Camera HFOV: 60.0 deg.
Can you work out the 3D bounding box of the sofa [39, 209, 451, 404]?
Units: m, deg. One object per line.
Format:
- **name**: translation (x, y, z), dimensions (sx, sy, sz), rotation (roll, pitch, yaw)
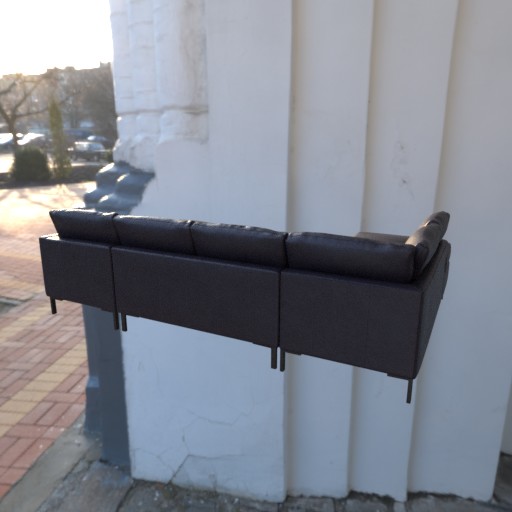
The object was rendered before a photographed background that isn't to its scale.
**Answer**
- **sofa**: translation (0.000, 0.000, 3.783), dimensions (2.956, 0.900, 1.939), rotation (7, 17, 26)
